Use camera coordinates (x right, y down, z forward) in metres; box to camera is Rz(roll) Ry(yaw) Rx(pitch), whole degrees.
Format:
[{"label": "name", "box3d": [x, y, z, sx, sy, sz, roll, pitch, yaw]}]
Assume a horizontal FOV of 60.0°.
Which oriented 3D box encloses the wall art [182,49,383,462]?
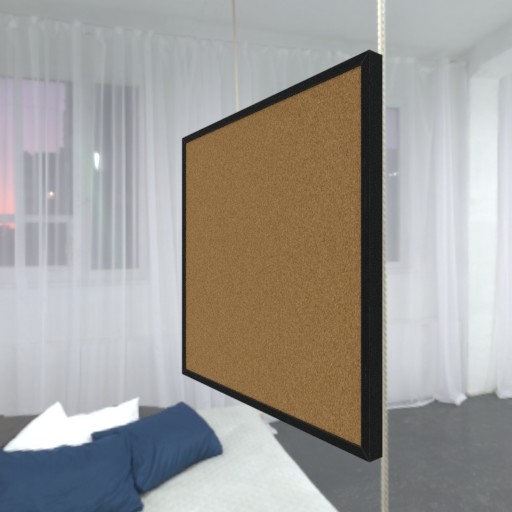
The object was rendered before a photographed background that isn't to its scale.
[{"label": "wall art", "box3d": [0.000, 0.000, 1.134, 0.037, 0.761, 0.761, 0, 0, -36]}]
